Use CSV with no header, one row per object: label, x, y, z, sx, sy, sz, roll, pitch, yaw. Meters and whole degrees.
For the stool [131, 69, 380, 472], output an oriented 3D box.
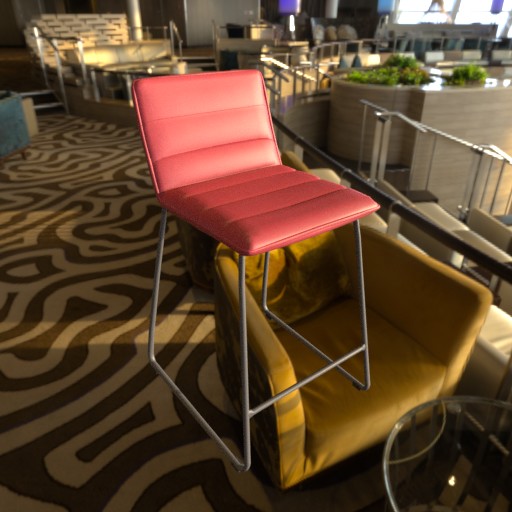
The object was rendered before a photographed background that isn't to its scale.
stool,0.000,0.000,1.178,0.489,0.866,0.524,-20,34,-32
